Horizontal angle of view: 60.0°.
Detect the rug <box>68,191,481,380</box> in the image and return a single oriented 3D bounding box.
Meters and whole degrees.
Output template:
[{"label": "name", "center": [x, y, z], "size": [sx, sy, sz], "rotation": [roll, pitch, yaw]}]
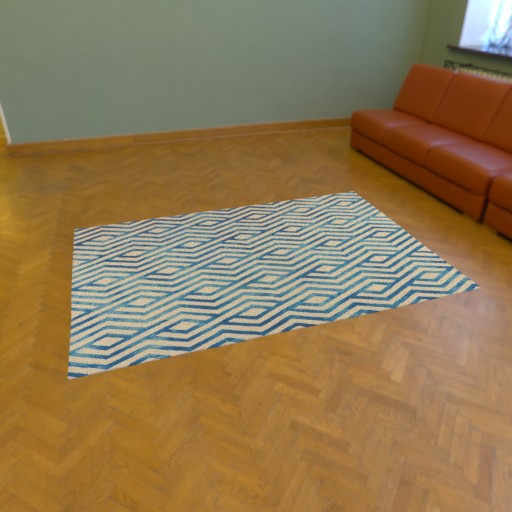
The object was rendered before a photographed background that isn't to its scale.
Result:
[{"label": "rug", "center": [0.000, 0.000, 2.335], "size": [1.830, 0.008, 1.225], "rotation": [-10, 32, -16]}]
